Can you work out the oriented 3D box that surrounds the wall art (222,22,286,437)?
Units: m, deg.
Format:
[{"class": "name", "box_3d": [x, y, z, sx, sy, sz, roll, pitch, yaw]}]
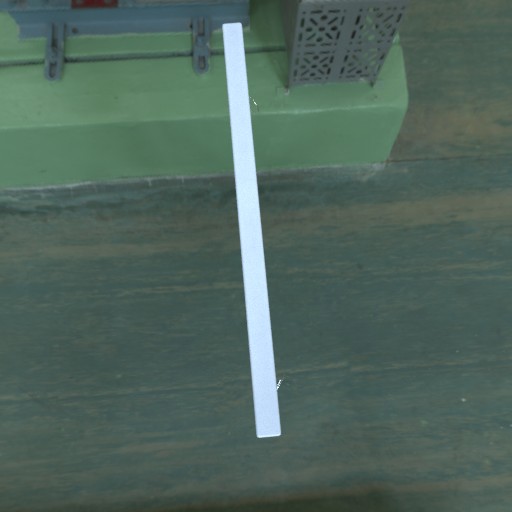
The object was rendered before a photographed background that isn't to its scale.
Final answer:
[{"class": "wall art", "box_3d": [0.000, 0.000, 1.132, 0.065, 0.747, 0.755, -5, 76, -1]}]
